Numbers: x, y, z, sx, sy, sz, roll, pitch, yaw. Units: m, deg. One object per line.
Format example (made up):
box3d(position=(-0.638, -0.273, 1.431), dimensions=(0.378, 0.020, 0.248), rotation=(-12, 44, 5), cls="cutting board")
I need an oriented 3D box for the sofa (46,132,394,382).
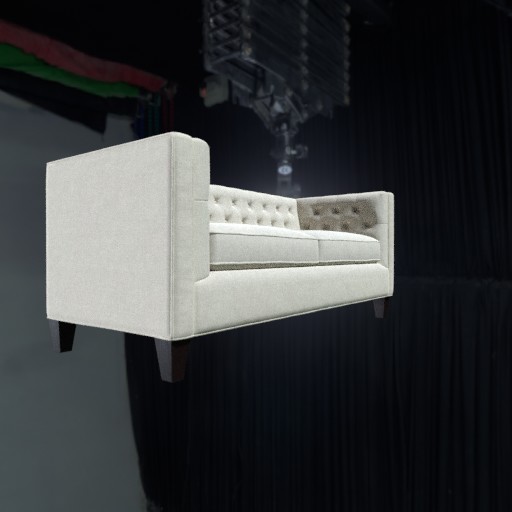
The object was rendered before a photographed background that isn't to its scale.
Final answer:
box3d(position=(0.000, 0.000, 2.244), dimensions=(0.775, 0.762, 1.778), rotation=(0, 1, 38), cls="sofa")
